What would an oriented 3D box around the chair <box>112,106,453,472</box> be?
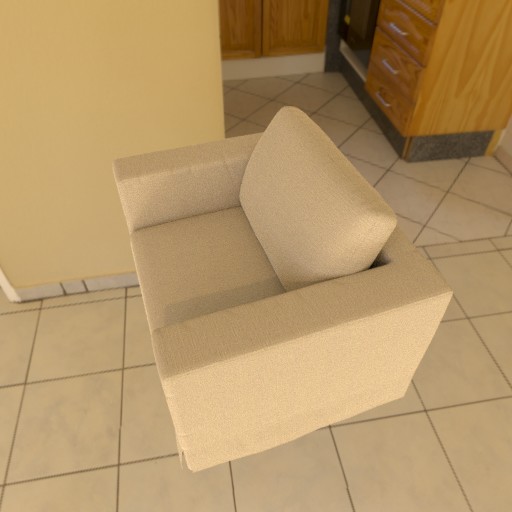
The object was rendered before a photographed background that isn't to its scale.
[{"bbox_3d":[0.000,0.000,1.783,0.957,0.878,1.150,-14,47,-14],"label":"chair"}]
